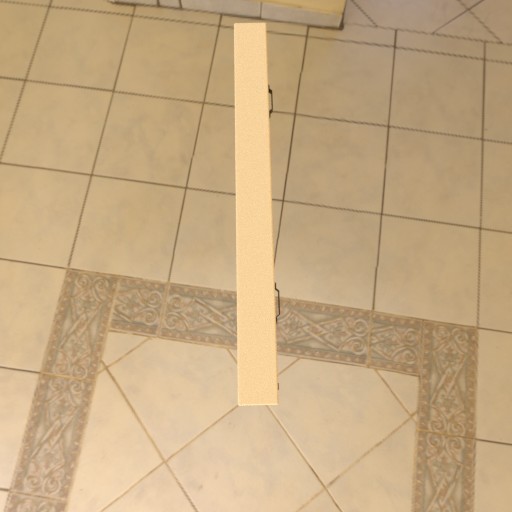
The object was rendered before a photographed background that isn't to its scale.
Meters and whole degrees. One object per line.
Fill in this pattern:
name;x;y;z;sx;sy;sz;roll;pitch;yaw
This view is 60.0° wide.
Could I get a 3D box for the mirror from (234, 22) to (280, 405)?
mirror;0.000;0.000;0.688;0.041;0.508;0.405;-1;75;0
